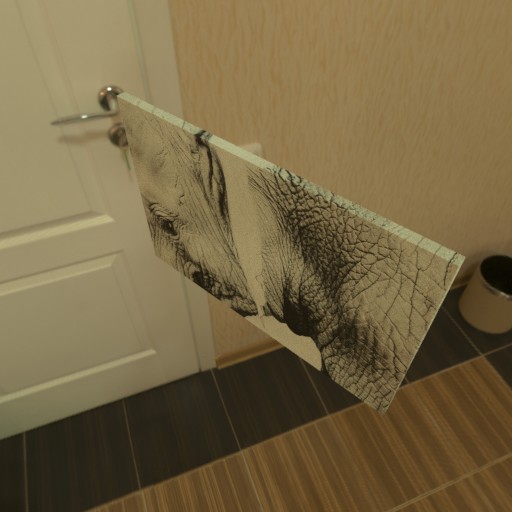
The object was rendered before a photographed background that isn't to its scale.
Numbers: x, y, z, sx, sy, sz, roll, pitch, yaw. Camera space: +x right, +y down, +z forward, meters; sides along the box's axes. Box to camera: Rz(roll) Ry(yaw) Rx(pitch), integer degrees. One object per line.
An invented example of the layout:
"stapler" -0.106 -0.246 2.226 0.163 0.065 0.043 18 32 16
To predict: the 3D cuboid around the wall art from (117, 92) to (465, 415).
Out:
"wall art" 0.000 0.000 1.466 1.141 0.758 0.035 31 55 26
